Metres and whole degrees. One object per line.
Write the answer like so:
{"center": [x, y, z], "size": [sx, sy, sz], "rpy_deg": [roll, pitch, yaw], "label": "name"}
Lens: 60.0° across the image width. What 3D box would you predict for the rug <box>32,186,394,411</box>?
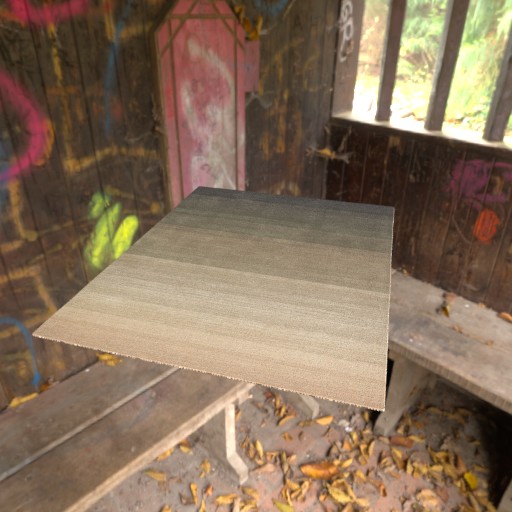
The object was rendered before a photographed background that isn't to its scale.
{"center": [0.000, 0.000, 3.930], "size": [2.315, 0.015, 2.932], "rpy_deg": [8, 31, 14], "label": "rug"}
